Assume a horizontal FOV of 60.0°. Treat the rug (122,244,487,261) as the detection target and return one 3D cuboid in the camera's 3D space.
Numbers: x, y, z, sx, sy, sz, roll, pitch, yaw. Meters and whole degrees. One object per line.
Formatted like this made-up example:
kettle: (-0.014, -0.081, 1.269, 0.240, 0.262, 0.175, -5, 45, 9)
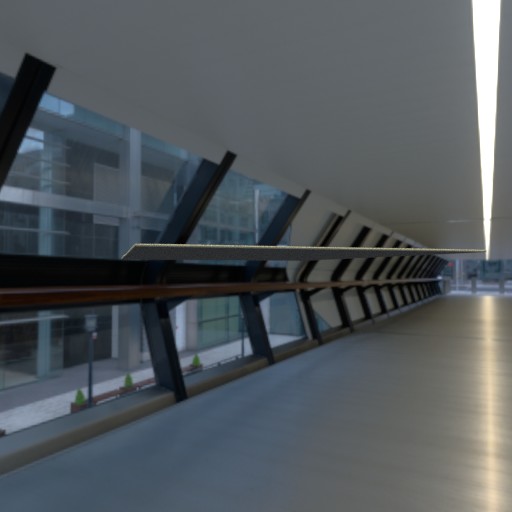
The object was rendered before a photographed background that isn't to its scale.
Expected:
rug: (0.000, 0.000, 4.310, 2.452, 0.016, 3.204, 1, -2, -18)
